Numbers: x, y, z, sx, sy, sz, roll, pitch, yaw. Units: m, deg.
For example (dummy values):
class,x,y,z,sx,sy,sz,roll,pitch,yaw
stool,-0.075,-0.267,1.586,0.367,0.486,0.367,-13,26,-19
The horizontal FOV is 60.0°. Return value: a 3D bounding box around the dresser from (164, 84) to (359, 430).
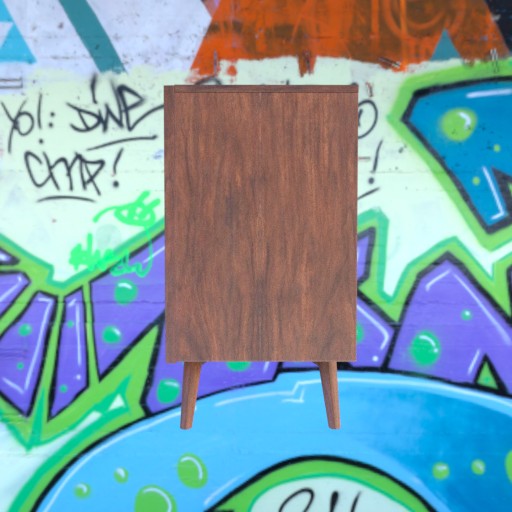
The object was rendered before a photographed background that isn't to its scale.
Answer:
class,x,y,z,sx,sy,sz,roll,pitch,yaw
dresser,0.000,0.000,1.840,0.500,0.889,1.472,0,2,0
